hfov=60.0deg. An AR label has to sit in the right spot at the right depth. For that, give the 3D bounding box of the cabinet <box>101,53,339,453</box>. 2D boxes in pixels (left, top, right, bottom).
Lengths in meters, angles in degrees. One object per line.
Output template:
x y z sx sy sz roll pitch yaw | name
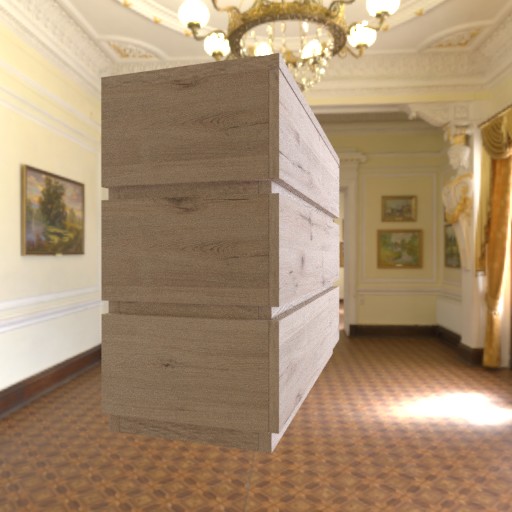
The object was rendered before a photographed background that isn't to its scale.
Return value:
0.000 0.000 1.449 0.420 0.820 1.040 0 0 17 | cabinet
